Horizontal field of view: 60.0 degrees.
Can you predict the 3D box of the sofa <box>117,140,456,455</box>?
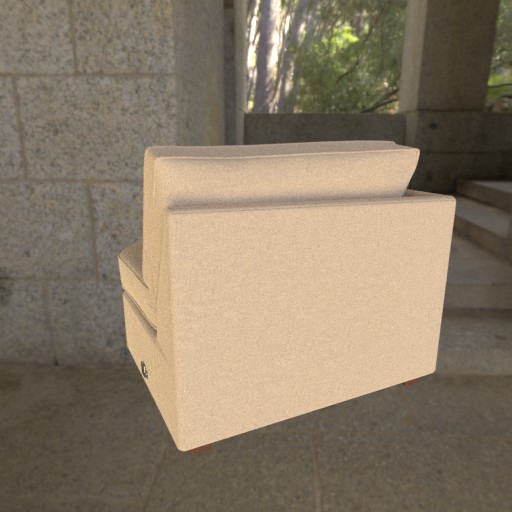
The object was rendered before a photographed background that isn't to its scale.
[{"bbox_3d":[0.000,0.000,1.836,1.042,0.937,1.050,-8,18,-25],"label":"sofa"}]
